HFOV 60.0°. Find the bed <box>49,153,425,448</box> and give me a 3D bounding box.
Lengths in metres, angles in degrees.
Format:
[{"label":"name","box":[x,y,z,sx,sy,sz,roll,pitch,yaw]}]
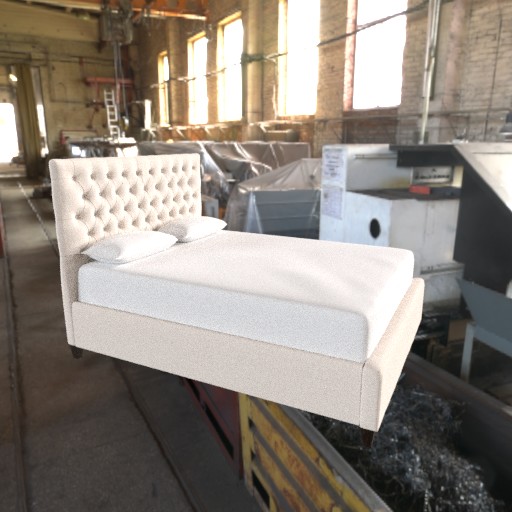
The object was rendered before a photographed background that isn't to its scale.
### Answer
[{"label":"bed","box":[0.000,0.000,3.296,2.233,1.426,1.696,7,16,26]}]
